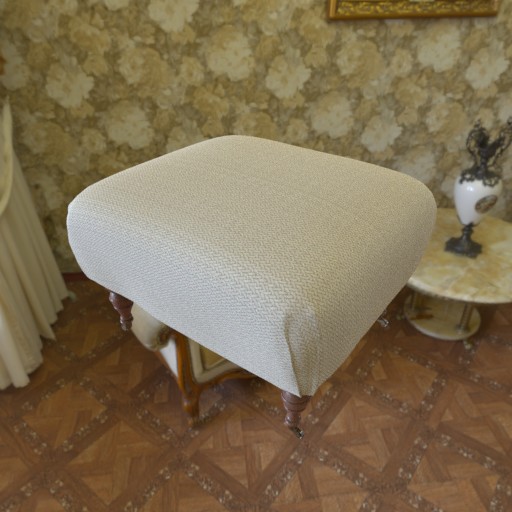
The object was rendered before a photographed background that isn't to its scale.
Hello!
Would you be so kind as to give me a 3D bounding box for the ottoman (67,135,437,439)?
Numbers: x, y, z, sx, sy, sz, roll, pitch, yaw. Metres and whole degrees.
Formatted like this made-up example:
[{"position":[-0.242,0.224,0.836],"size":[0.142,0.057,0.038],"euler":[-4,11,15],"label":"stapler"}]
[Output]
[{"position":[0.000,0.000,1.093],"size":[0.684,0.447,0.622],"euler":[22,38,31],"label":"ottoman"}]
